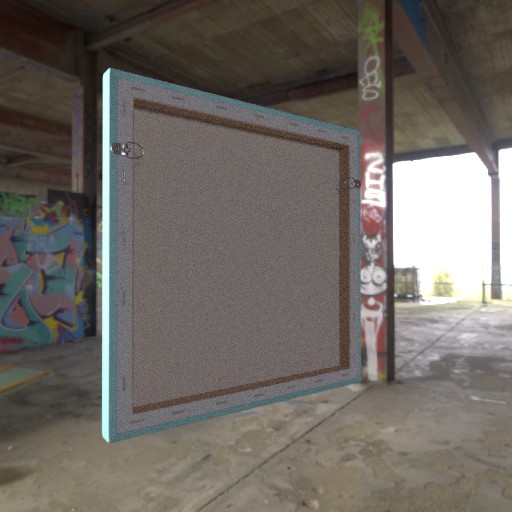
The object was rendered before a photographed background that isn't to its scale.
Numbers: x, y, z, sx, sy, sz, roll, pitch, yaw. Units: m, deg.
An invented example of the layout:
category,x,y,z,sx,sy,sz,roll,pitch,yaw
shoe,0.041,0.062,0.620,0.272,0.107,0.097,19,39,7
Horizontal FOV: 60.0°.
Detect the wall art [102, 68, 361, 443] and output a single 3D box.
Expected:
category,x,y,z,sx,sy,sz,roll,pitch,yaw
wall art,0.000,0.000,1.595,1.071,1.073,0.070,0,-1,-36
